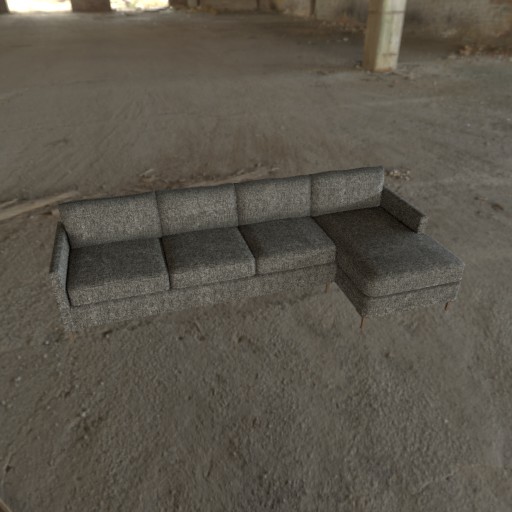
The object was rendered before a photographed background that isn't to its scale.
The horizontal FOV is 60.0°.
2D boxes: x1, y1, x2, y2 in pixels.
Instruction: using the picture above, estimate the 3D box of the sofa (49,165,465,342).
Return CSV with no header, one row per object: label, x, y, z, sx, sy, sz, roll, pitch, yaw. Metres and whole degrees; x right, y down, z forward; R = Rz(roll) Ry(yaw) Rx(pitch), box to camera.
sofa,0.000,0.000,4.026,3.384,0.970,1.488,-9,33,-14
